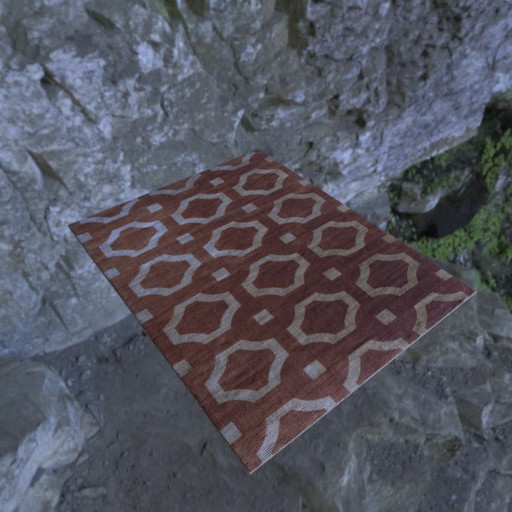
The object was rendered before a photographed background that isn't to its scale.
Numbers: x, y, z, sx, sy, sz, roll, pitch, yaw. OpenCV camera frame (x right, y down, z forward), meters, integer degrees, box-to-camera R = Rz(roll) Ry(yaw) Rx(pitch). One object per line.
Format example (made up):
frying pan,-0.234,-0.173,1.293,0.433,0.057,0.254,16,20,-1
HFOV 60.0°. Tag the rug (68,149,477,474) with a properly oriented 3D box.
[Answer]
rug,0.000,0.000,4.146,2.466,0.021,3.049,-28,50,-27
